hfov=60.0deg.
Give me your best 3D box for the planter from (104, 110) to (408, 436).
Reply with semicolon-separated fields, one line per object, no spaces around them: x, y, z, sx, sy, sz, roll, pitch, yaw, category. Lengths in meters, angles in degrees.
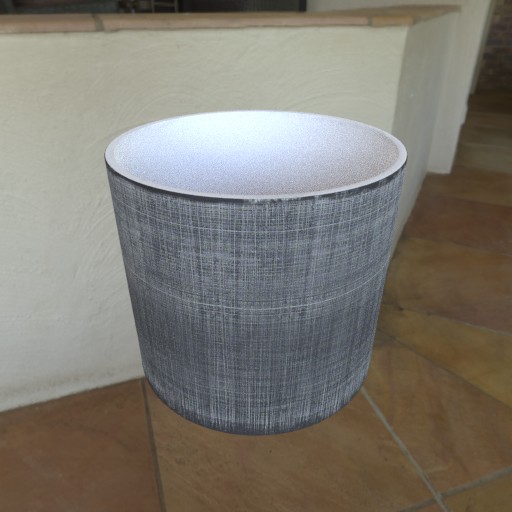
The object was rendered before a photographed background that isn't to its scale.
0.000;0.000;0.387;0.221;0.201;0.221;0;30;0;planter
